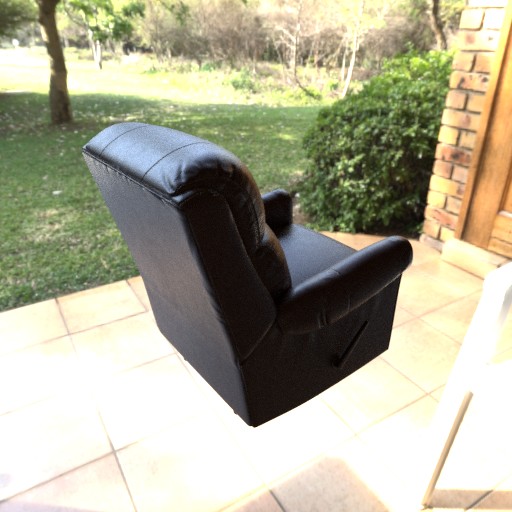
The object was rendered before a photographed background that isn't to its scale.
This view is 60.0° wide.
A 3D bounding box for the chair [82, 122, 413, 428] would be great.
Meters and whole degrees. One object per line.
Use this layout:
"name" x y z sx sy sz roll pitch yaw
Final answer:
"chair" 0.000 0.000 1.780 1.014 1.054 0.838 -19 33 -33
